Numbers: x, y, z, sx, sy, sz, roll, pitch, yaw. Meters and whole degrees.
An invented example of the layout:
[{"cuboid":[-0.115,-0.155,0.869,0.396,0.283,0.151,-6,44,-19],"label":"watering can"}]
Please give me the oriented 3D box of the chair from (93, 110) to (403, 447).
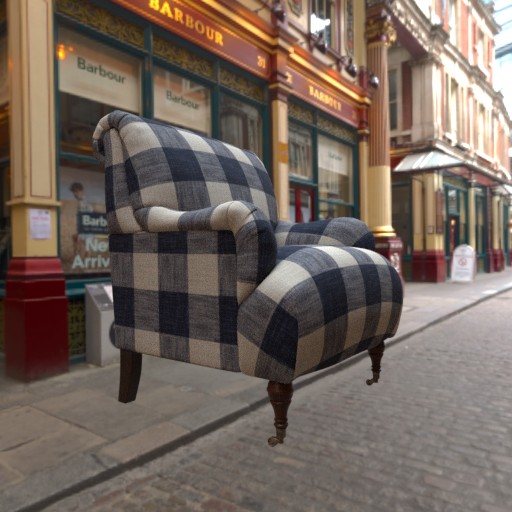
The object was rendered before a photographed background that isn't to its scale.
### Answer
[{"cuboid":[0.000,0.000,1.540,0.848,0.953,0.781,0,0,36],"label":"chair"}]
